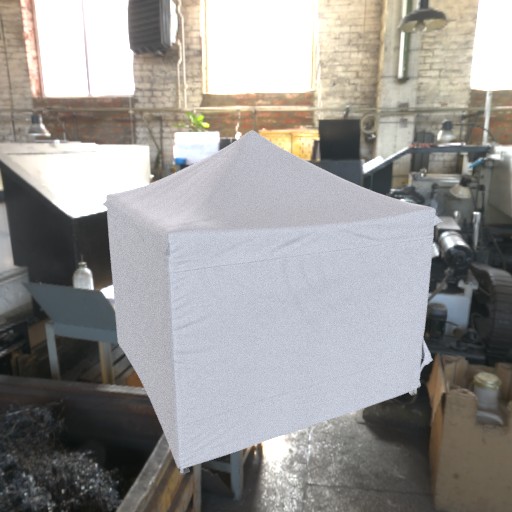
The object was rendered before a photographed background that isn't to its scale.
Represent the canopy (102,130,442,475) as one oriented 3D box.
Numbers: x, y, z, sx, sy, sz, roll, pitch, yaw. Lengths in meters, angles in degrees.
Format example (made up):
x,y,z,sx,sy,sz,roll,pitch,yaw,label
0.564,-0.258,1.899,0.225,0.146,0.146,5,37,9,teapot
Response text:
x,y,z,sx,sy,sz,roll,pitch,yaw,label
0.000,0.000,5.500,3.121,2.997,3.043,-7,16,-26,canopy
